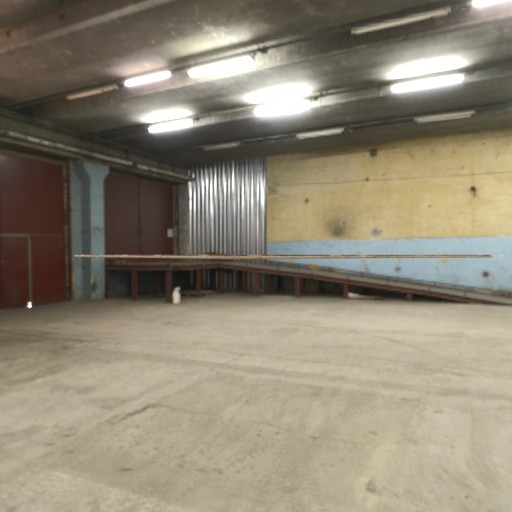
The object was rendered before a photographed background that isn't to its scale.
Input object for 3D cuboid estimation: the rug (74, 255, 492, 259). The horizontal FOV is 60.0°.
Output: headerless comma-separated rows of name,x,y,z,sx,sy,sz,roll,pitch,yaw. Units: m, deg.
rug,0.000,0.000,4.060,2.466,0.021,3.049,0,0,-35
